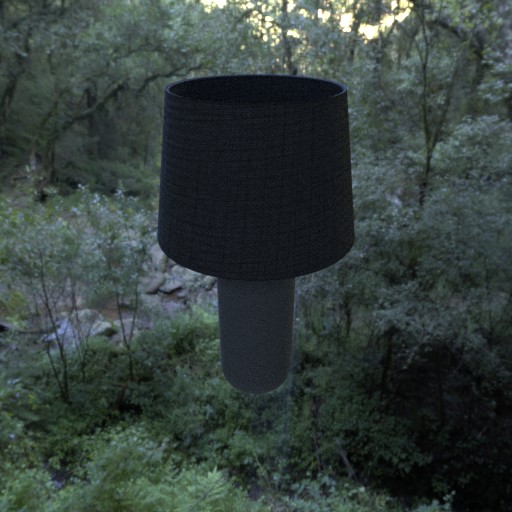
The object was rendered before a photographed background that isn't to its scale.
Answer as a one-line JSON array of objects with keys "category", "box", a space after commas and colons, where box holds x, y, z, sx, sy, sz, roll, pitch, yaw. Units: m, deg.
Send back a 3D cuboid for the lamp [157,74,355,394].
[{"category": "lamp", "box": [0.000, 0.000, 0.594, 0.251, 0.429, 0.251, 0, 29, 0]}]
